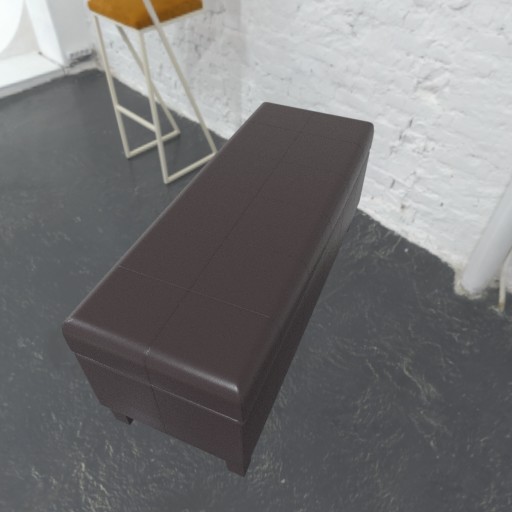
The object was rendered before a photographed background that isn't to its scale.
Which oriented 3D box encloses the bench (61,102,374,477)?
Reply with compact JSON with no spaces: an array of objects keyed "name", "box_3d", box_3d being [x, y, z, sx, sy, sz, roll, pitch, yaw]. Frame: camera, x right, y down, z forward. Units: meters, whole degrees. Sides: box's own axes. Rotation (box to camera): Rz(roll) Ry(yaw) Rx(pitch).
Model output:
[{"name":"bench","box_3d":[0.000,0.000,1.350,0.429,0.457,1.092,17,47,16]}]
